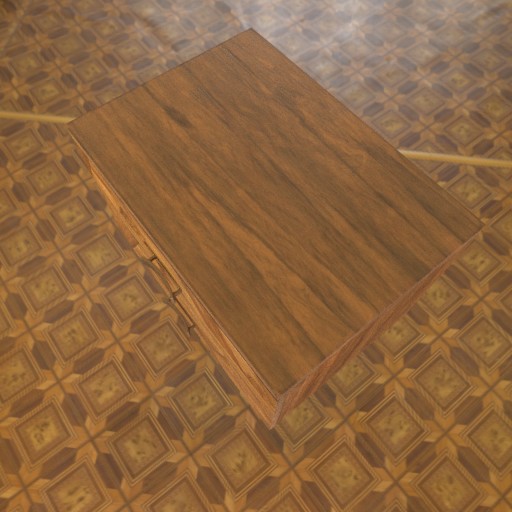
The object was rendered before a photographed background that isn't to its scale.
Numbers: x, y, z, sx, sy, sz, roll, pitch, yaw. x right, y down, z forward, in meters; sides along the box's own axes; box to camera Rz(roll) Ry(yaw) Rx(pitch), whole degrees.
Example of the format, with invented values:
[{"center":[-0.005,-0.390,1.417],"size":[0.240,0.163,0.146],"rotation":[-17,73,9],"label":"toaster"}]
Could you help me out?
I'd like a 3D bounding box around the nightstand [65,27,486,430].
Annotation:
[{"center":[0.000,0.000,1.025],"size":[0.458,0.610,0.610],"rotation":[-35,68,-16],"label":"nightstand"}]
